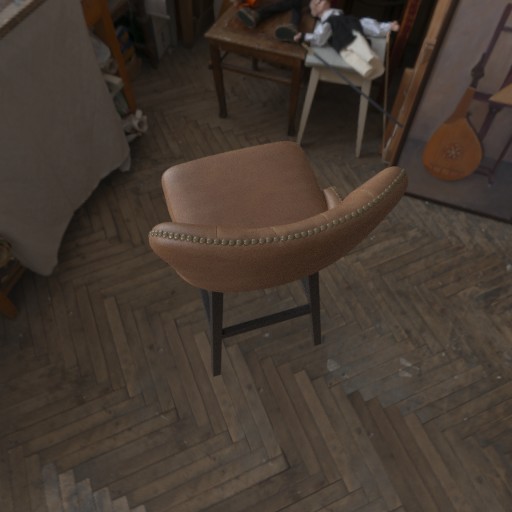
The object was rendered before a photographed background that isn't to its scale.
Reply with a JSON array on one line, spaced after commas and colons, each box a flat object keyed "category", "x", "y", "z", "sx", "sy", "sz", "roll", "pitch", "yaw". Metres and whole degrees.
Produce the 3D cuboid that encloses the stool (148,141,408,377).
[{"category": "stool", "x": 0.000, "y": 0.000, "z": 1.350, "sx": 0.528, "sy": 1.050, "sz": 0.601, "roll": -15, "pitch": 60, "yaw": -9}]
